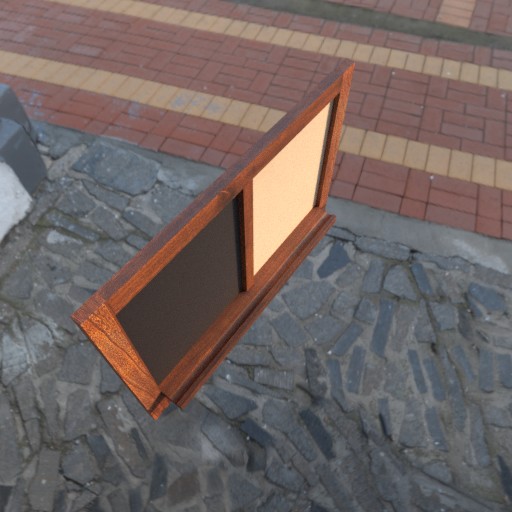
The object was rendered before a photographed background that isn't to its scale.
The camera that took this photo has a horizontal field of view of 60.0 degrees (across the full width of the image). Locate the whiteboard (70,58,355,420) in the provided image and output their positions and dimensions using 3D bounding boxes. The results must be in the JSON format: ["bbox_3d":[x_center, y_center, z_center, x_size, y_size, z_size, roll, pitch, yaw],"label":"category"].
[{"bbox_3d":[0.000,0.000,1.011,0.083,0.553,0.768,32,62,19],"label":"whiteboard"}]
